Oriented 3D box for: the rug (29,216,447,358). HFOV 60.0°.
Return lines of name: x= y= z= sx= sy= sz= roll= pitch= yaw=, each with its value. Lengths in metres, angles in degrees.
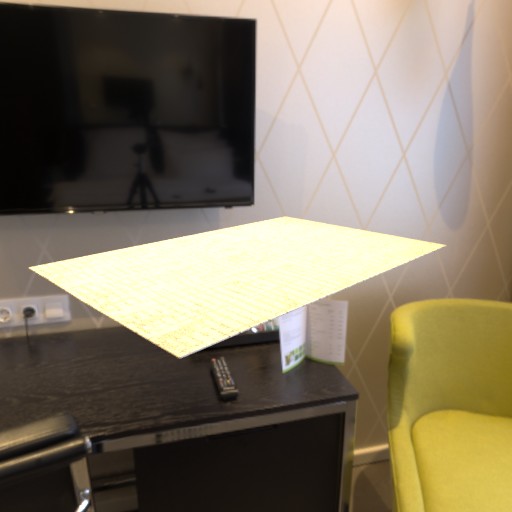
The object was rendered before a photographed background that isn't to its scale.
rug: x=0.000 y=0.000 z=2.294 sx=1.827 sy=0.007 sz=1.211 roll=-15 pitch=22 yaw=-43
